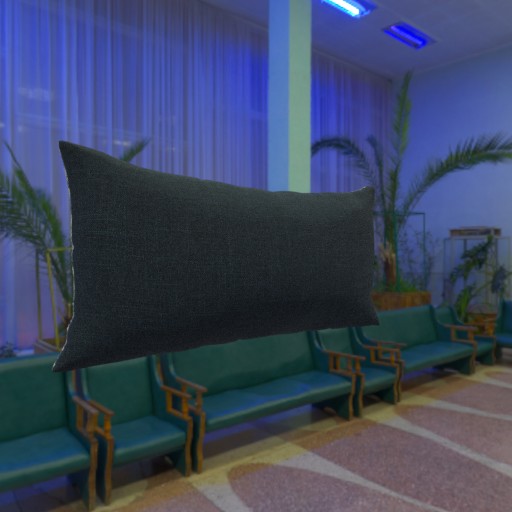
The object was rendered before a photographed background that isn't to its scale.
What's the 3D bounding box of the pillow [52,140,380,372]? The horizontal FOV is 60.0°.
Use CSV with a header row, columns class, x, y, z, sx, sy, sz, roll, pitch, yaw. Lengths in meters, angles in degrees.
class,x,y,z,sx,sy,sz,roll,pitch,yaw
pillow,0.000,0.000,0.738,0.631,0.292,0.148,0,0,-36
